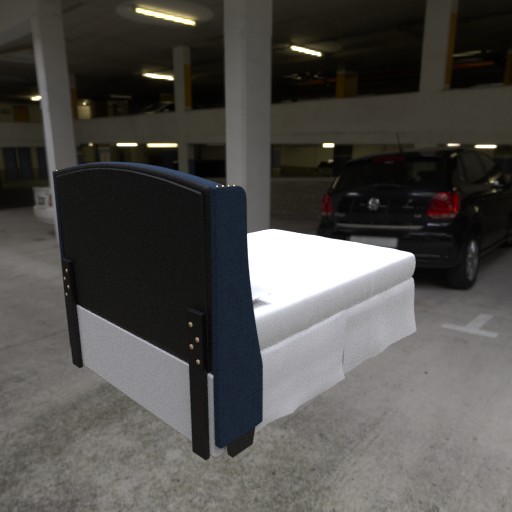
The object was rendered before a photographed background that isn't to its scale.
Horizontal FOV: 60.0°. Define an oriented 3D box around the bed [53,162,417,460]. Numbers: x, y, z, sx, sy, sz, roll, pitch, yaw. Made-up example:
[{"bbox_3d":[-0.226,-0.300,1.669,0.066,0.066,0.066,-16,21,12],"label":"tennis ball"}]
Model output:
[{"bbox_3d":[0.000,0.000,3.234,1.604,1.402,2.223,13,19,42],"label":"bed"}]
